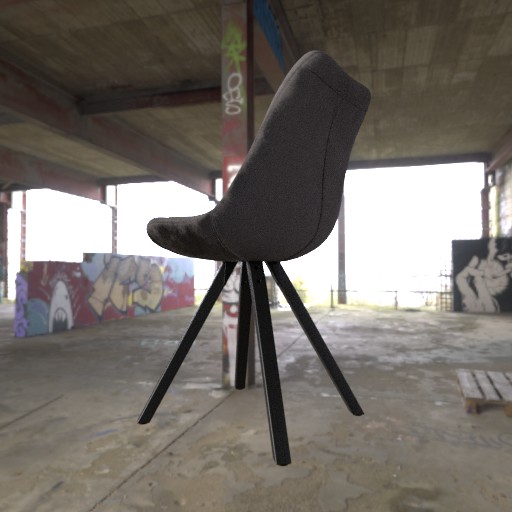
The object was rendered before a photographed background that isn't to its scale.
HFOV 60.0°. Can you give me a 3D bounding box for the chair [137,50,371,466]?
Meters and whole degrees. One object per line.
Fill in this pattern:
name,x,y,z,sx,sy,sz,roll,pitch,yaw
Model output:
chair,0.000,0.000,1.171,0.550,0.850,0.476,-1,-2,36
